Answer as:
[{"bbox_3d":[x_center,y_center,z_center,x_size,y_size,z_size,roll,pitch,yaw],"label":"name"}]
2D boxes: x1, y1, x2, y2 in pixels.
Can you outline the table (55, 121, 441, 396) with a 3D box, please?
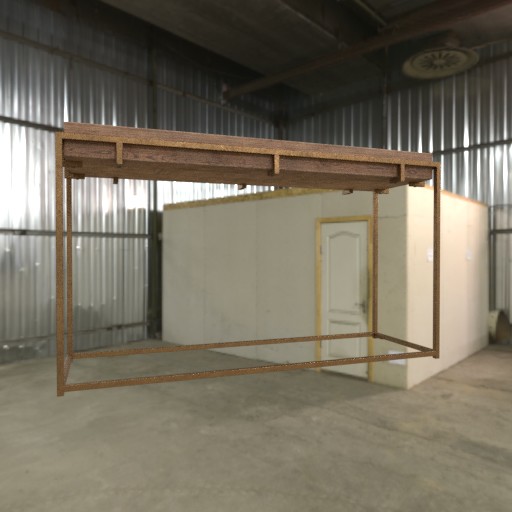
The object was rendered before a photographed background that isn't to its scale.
[{"bbox_3d":[0.000,0.000,1.743,1.400,0.820,0.440,0,1,-19],"label":"table"}]
